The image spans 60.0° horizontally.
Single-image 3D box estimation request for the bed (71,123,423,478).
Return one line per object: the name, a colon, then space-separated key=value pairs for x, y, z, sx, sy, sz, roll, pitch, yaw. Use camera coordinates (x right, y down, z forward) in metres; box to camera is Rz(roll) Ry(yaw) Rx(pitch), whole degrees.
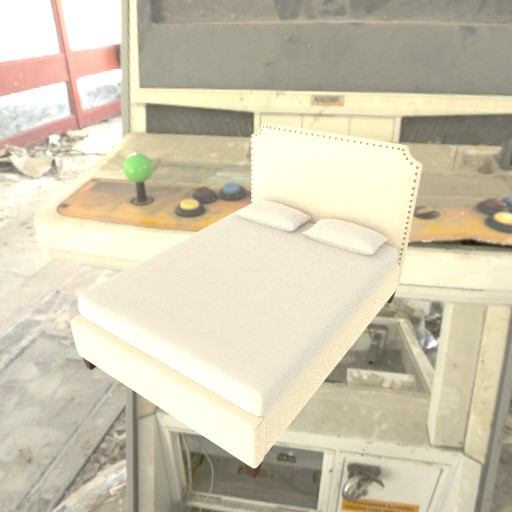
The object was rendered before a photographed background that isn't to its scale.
bed: x=0.000 y=0.000 z=3.527 sx=1.712 sy=1.497 sz=2.372 roll=19 pitch=35 yaw=31
